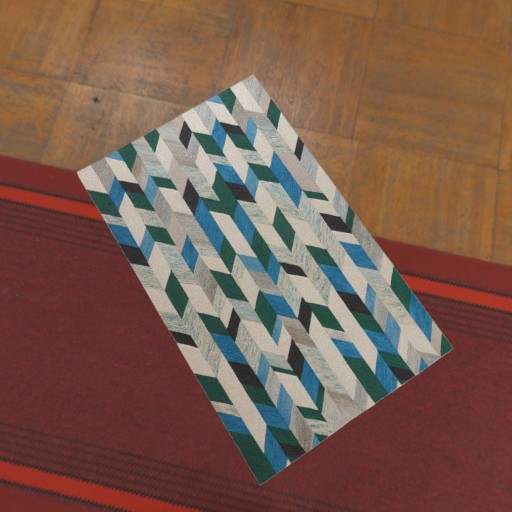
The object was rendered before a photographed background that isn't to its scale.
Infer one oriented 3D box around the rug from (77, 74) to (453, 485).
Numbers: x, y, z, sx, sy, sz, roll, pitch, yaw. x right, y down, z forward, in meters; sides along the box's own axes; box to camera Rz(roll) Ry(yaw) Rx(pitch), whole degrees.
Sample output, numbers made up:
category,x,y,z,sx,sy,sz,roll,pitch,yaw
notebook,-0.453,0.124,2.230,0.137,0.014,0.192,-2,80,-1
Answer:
category,x,y,z,sx,sy,sz,roll,pitch,yaw
rug,0.000,0.000,3.021,1.507,0.007,2.433,-32,78,-8
